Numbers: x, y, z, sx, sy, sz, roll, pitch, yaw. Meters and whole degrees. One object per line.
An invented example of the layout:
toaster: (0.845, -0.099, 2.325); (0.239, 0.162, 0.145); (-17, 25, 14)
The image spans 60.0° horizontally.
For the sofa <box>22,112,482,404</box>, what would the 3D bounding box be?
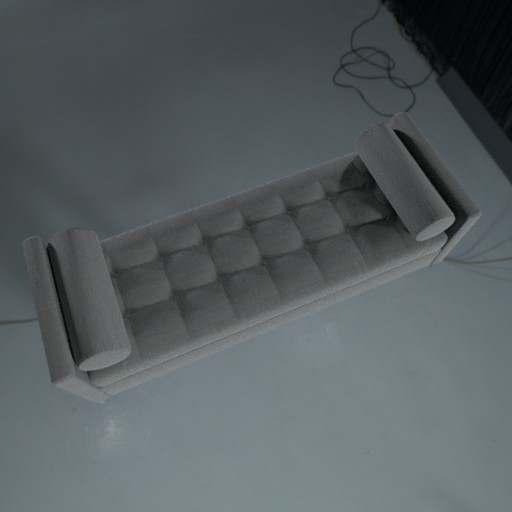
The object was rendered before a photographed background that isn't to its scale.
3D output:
sofa: (0.000, 0.000, 2.264); (1.981, 0.635, 0.686); (-21, 66, -10)
